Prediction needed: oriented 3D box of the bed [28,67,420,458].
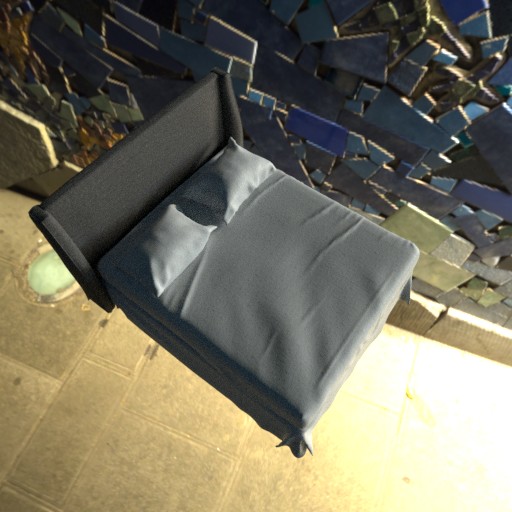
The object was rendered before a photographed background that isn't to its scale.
[{"bbox_3d":[0.000,0.000,3.421,2.276,1.332,1.925,33,64,19],"label":"bed"}]
